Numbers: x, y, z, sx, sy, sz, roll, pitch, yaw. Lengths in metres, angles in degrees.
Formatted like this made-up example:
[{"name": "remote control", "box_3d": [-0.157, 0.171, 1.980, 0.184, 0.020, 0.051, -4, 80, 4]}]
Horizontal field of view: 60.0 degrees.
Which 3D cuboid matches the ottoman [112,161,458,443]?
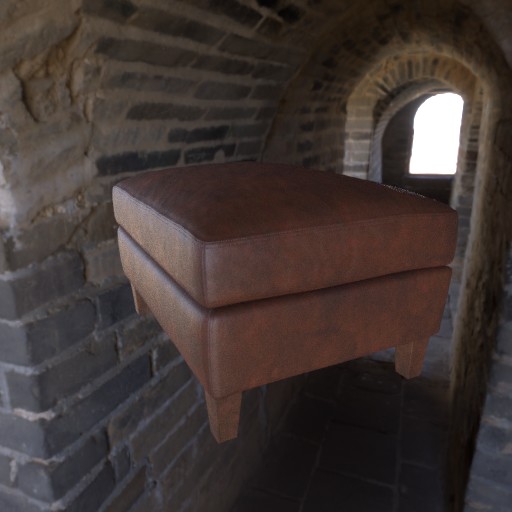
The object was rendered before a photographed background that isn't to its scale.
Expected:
[{"name": "ottoman", "box_3d": [0.000, 0.000, 1.286, 0.659, 0.527, 0.887, -8, 19, -26]}]
